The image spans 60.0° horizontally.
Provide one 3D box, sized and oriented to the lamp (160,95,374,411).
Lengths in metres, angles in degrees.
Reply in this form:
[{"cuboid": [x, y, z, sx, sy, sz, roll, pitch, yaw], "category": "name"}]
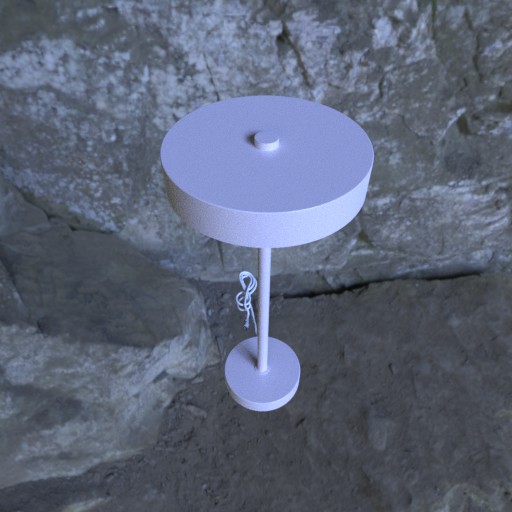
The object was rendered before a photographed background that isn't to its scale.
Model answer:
[{"cuboid": [0.000, 0.000, 0.704, 0.229, 0.508, 0.369, -7, 46, -6], "category": "lamp"}]
